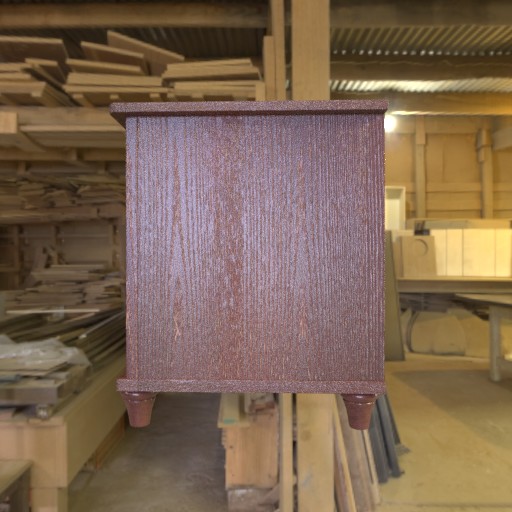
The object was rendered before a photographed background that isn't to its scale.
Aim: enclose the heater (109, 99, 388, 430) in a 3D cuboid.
[{"bbox_3d":[0.000,0.000,0.767,0.400,0.481,0.362,0,0,2],"label":"heater"}]
